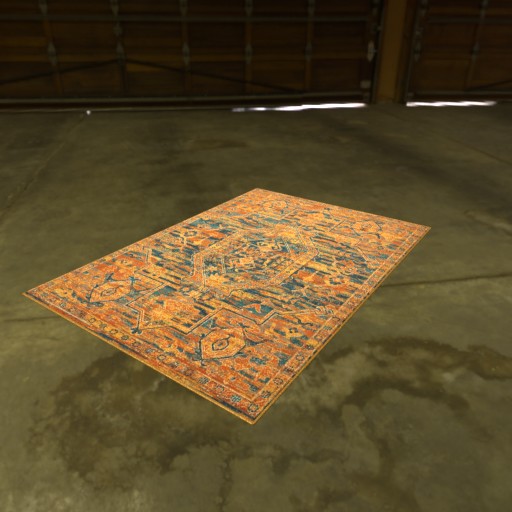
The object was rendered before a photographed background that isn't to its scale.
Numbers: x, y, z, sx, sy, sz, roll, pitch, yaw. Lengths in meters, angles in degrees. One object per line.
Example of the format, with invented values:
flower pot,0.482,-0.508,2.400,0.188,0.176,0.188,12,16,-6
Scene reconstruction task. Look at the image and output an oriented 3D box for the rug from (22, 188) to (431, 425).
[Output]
rug,0.000,0.000,3.705,2.043,0.019,2.916,18,32,31
